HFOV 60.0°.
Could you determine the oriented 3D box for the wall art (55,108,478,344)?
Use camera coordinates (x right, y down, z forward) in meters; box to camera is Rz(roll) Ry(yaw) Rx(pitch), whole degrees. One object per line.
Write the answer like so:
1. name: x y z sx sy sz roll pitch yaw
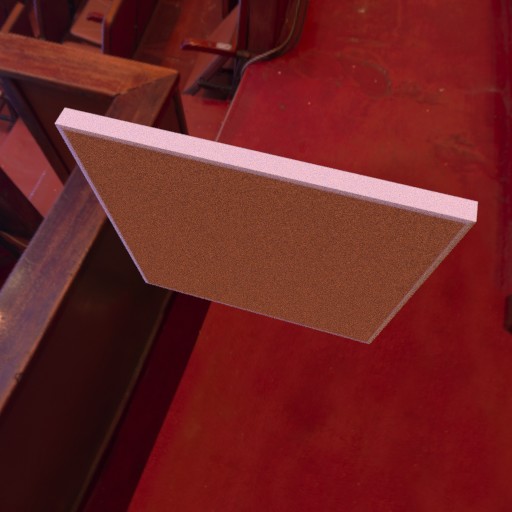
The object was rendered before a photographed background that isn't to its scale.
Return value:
1. wall art: 0.000 0.000 1.129 0.768 0.765 0.041 14 65 7
